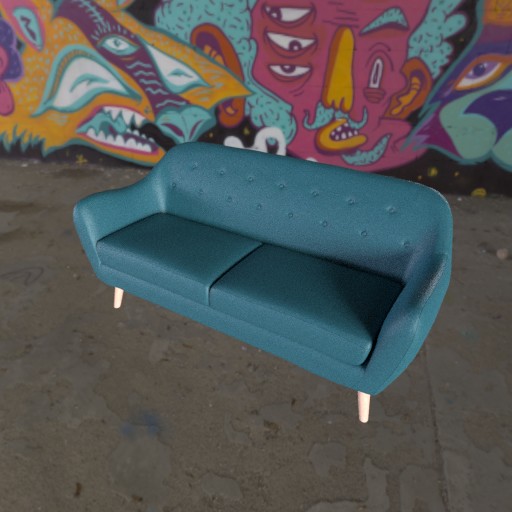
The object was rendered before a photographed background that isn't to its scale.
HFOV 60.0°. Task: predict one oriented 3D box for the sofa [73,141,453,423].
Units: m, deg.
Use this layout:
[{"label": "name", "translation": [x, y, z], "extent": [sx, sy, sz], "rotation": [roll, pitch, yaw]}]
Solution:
[{"label": "sofa", "translation": [0.000, 0.000, 2.288], "extent": [1.840, 0.836, 0.820], "rotation": [18, 34, 28]}]
